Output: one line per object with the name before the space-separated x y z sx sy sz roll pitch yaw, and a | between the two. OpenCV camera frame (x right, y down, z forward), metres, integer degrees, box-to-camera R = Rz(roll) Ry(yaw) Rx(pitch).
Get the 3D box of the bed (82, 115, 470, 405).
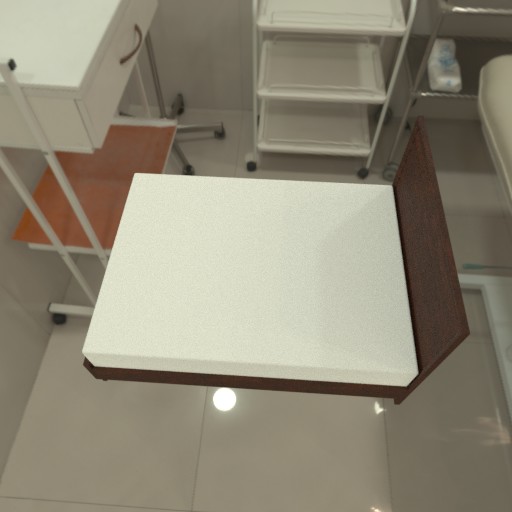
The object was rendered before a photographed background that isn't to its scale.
bed | 0.000 0.000 3.153 2.184 1.270 1.600 3 57 2
